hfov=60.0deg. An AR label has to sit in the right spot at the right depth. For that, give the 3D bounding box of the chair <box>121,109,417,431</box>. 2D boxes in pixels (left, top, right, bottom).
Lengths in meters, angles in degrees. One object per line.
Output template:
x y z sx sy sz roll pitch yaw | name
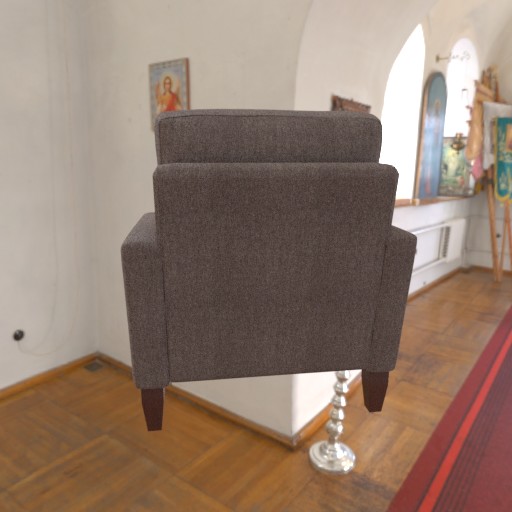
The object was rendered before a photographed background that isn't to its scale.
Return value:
0.000 0.000 1.655 0.855 0.993 0.897 -2 13 -8 | chair
